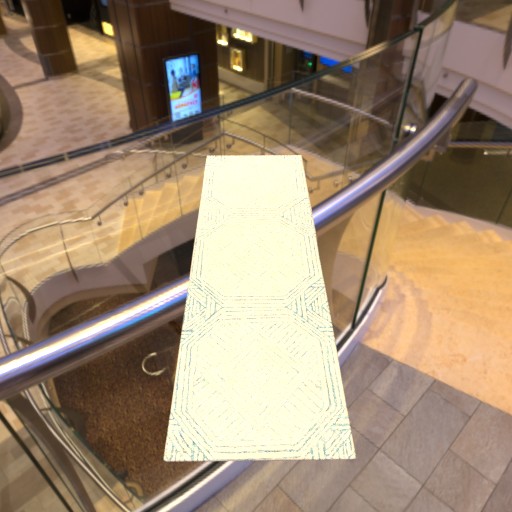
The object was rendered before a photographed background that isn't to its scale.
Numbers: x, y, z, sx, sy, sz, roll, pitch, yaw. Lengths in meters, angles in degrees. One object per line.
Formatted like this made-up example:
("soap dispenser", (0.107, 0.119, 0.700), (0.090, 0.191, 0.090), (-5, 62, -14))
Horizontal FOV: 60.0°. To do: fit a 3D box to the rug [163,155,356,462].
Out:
("rug", (0.000, 0.000, 2.681), (0.775, 0.012, 2.452), (0, 42, -1))
